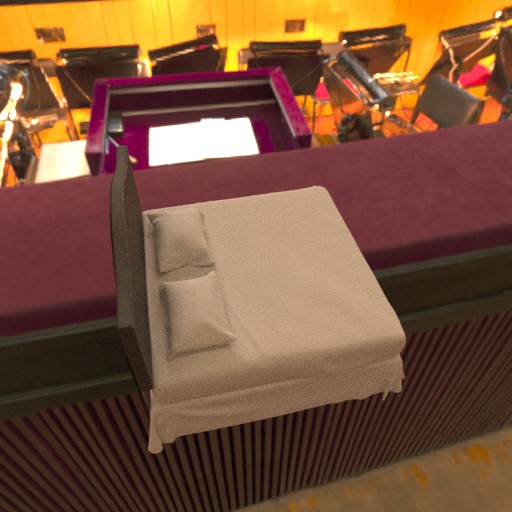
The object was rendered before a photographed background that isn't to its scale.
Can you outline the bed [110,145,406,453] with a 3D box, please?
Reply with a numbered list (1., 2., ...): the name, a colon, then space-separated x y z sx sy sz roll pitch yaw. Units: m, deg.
1. bed: 0.000 0.000 3.813 2.219 1.651 2.314 -9 46 -9
